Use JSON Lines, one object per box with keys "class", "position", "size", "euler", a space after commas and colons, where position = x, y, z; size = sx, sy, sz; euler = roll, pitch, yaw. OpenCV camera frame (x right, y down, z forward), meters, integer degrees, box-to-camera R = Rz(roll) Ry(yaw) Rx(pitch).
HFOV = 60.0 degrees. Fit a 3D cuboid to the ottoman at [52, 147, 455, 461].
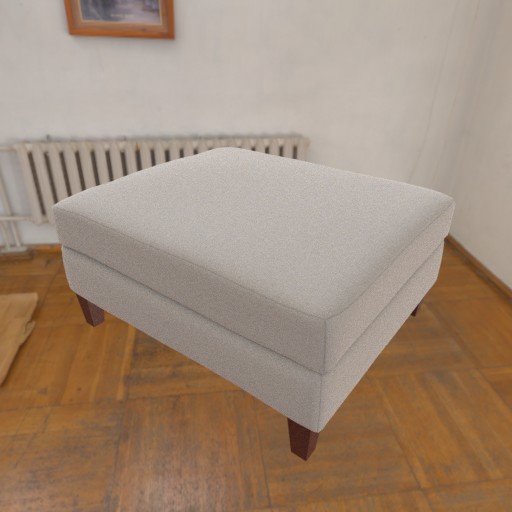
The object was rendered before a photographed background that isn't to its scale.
{"class": "ottoman", "position": [0.000, 0.000, 1.449], "size": [0.976, 0.492, 0.836], "euler": [20, 35, 32]}
